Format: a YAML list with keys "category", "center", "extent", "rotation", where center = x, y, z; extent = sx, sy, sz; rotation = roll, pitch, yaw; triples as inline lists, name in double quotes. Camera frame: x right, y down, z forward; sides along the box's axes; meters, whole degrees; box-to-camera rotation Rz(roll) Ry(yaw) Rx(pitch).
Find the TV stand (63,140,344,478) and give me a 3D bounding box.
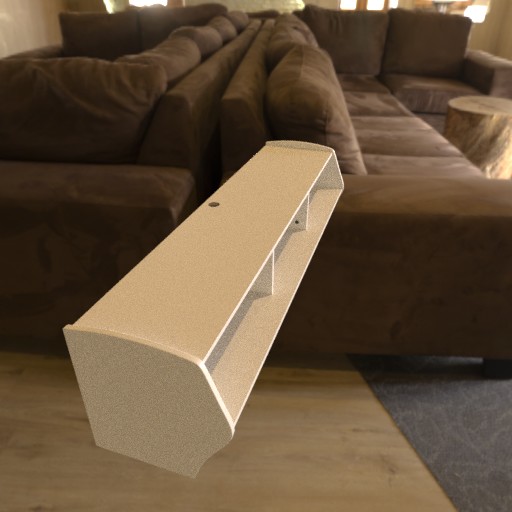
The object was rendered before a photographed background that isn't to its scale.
- category: "TV stand"
  center: [0.000, 0.000, 1.617]
  extent: [0.397, 0.424, 1.473]
  rotation: [10, 33, 16]
